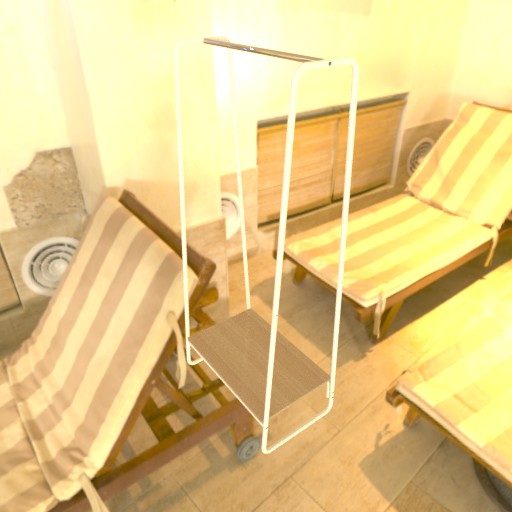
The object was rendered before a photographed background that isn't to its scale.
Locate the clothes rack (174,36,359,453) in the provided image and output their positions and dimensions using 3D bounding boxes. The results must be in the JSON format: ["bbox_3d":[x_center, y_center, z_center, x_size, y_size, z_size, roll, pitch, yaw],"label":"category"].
[{"bbox_3d":[0.000,0.000,1.745,0.400,1.500,0.640,-22,38,-30],"label":"clothes rack"}]
